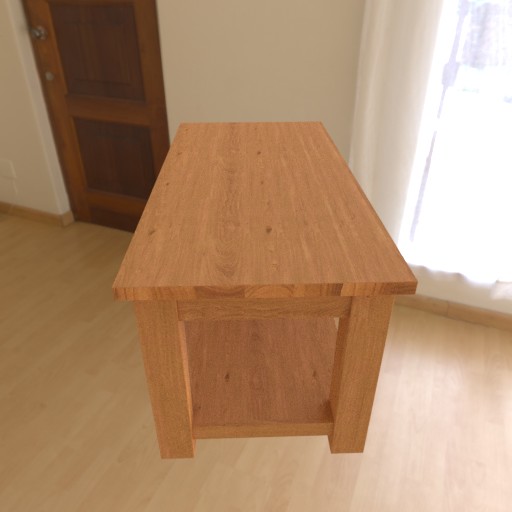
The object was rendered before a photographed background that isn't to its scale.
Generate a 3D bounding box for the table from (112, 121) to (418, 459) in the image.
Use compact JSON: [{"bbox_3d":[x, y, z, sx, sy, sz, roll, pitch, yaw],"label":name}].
[{"bbox_3d":[0.000,0.000,1.149,0.450,0.452,0.899,-1,31,-2],"label":"table"}]
